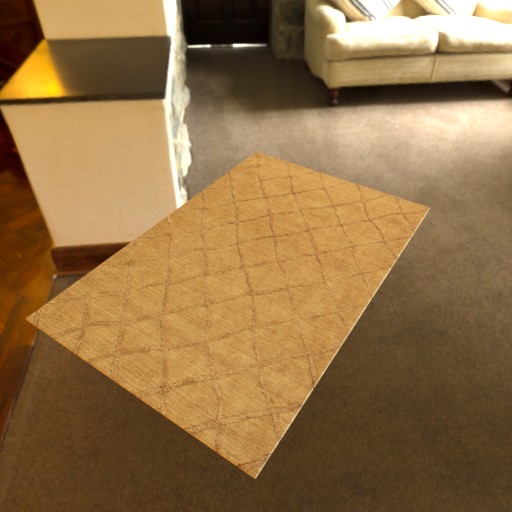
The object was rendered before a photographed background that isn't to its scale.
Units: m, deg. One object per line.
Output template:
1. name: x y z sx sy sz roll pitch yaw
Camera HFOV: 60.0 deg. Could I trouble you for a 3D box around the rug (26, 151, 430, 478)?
1. rug: 0.000 0.000 2.844 1.528 0.014 2.292 24 47 25
